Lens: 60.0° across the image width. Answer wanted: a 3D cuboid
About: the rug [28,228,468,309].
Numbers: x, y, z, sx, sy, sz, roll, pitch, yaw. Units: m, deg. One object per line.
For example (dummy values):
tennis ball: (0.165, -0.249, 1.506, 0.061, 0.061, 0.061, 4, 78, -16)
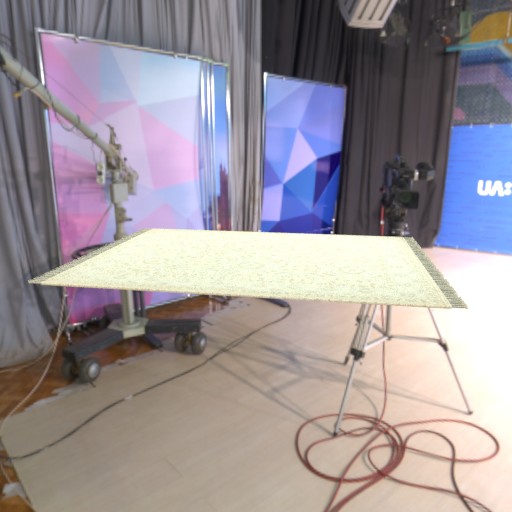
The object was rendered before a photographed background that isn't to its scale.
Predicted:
rug: (0.000, 0.000, 2.330, 1.771, 0.015, 1.223, 2, 15, 9)
